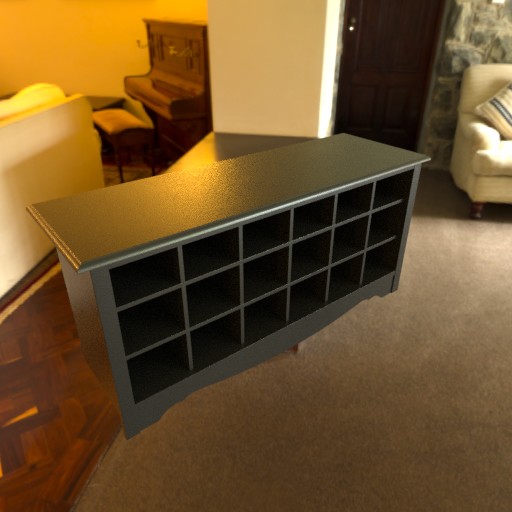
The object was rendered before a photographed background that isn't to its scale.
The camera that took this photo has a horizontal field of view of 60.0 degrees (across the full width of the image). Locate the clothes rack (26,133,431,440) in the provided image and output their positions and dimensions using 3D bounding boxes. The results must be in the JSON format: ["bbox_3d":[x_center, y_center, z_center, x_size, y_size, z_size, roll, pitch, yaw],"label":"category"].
[{"bbox_3d":[0.000,0.000,1.483,1.219,0.556,0.406,-21,36,-32],"label":"clothes rack"}]
